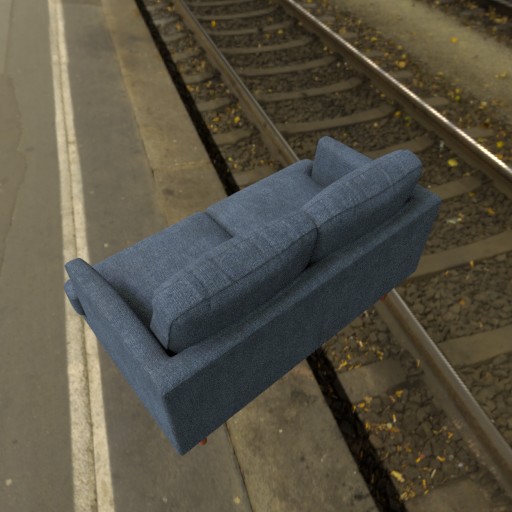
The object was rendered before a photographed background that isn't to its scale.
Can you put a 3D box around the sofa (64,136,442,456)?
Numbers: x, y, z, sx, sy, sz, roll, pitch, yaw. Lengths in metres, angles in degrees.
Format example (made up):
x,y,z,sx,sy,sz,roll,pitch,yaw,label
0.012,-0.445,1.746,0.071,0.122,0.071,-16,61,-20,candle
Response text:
x,y,z,sx,sy,sz,roll,pitch,yaw,label
0.000,0.000,2.128,1.582,0.944,0.903,-31,53,-27,sofa
